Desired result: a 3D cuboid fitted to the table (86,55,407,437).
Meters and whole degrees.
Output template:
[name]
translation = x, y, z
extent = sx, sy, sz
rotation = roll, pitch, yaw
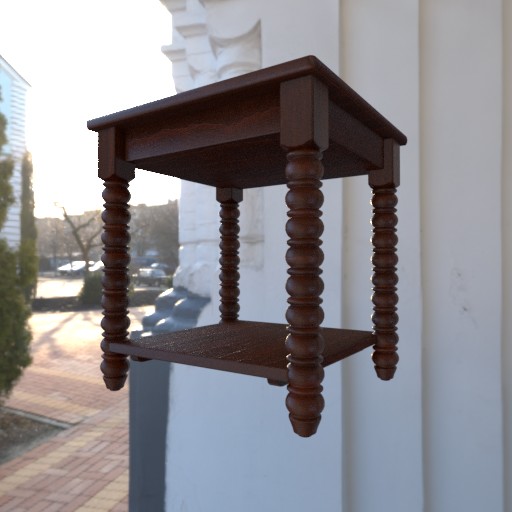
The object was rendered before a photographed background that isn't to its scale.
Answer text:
[table]
translation = 0.000, 0.000, 0.983
extent = 0.533, 0.567, 0.500
rotation = -1, -1, 34
